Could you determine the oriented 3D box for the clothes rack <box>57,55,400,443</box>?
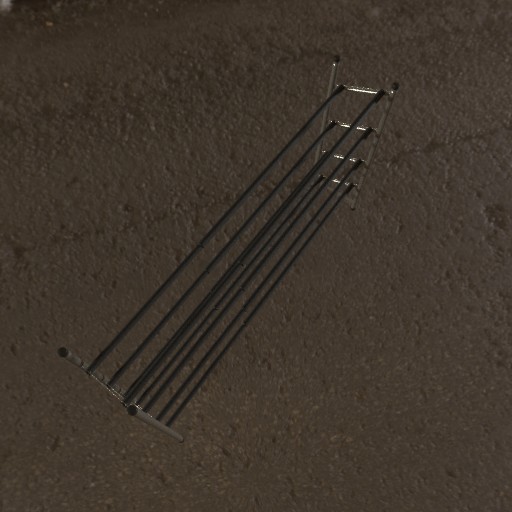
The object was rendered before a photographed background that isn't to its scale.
[{"bbox_3d":[0.000,0.000,1.437,0.229,0.672,1.168,33,67,16],"label":"clothes rack"}]
